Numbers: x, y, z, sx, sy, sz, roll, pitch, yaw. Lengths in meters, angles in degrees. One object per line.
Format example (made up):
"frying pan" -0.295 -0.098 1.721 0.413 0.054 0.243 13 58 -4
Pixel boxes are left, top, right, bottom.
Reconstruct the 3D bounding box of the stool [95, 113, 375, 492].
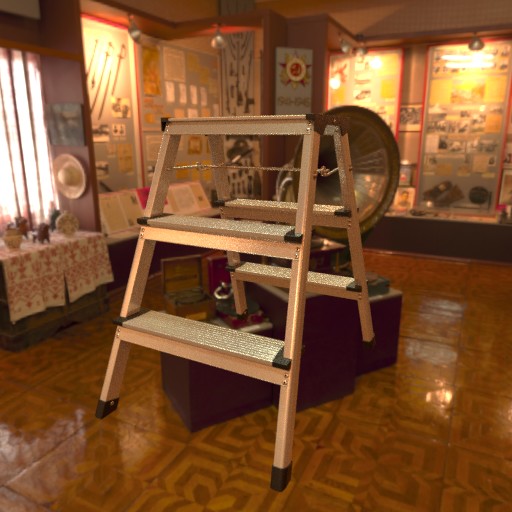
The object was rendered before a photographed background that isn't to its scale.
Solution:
"stool" 0.000 0.000 1.013 0.437 0.605 0.622 8 17 27
